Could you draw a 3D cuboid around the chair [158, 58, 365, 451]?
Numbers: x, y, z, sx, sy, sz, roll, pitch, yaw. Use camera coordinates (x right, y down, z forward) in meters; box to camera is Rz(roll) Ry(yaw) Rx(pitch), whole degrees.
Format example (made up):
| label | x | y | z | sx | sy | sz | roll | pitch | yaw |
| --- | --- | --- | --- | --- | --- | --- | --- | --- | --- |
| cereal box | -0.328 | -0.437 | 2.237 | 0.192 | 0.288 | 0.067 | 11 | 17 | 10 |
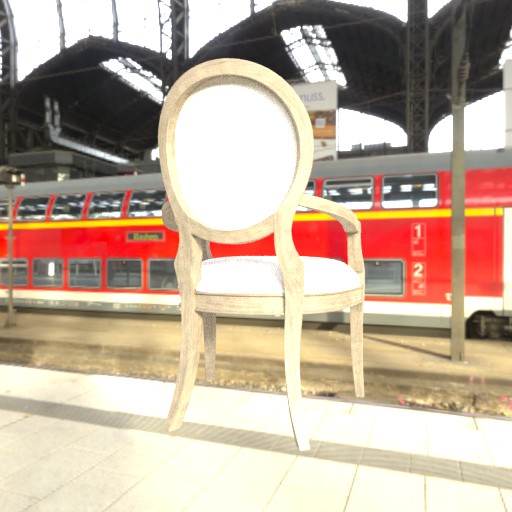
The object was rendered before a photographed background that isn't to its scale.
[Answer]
| label | x | y | z | sx | sy | sz | roll | pitch | yaw |
| --- | --- | --- | --- | --- | --- | --- | --- | --- | --- |
| chair | 0.000 | 0.000 | 1.378 | 0.611 | 0.991 | 0.602 | 0 | 0 | 19 |
